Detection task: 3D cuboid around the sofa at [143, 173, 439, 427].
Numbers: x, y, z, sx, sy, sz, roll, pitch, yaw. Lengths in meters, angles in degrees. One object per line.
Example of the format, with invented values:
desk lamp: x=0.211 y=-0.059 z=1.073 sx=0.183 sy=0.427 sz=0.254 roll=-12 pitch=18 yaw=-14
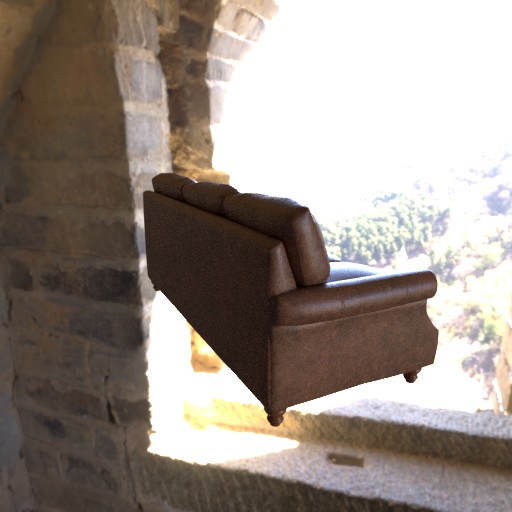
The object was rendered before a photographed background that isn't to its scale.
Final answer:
sofa: x=0.000 y=0.000 z=2.887 sx=0.973 sy=0.977 sz=2.351 roll=-7 pitch=16 yaw=-26
